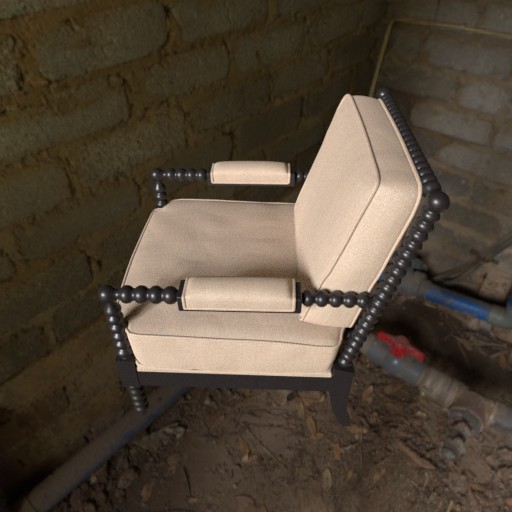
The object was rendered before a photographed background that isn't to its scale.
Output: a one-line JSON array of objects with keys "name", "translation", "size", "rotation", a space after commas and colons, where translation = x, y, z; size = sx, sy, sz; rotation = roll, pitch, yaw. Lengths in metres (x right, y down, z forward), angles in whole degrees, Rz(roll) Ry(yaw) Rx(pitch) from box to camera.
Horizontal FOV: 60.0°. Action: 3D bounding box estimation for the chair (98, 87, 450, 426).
[{"name": "chair", "translation": [0.000, 0.000, 1.138], "size": [0.657, 0.703, 0.555], "rotation": [1, 40, 2]}]
